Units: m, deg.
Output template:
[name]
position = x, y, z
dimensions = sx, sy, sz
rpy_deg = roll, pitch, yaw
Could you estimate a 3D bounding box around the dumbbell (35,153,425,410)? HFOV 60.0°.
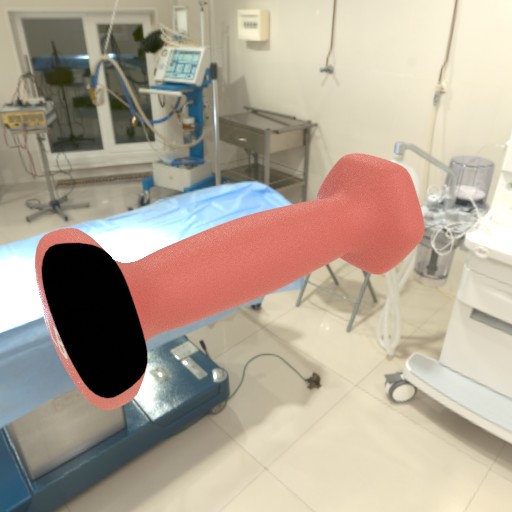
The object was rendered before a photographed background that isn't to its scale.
[dumbbell]
position = 0.000, 0.000, 0.139
dimensions = 0.123, 0.043, 0.047
rpy_deg = -21, 35, -32
